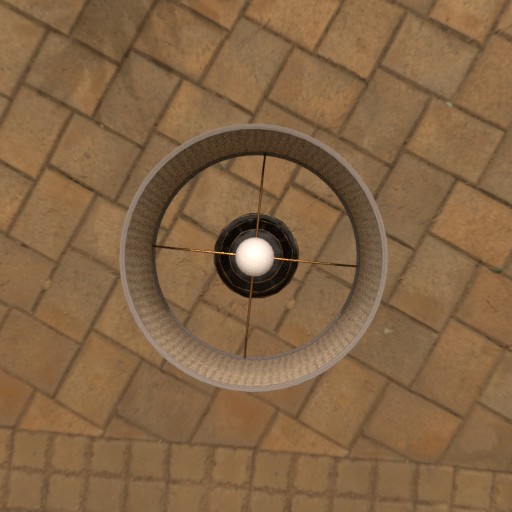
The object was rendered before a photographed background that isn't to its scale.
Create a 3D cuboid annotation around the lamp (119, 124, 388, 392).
[{"bbox_3d":[0.000,0.000,0.831,0.376,0.594,0.376,0,91,1],"label":"lamp"}]
